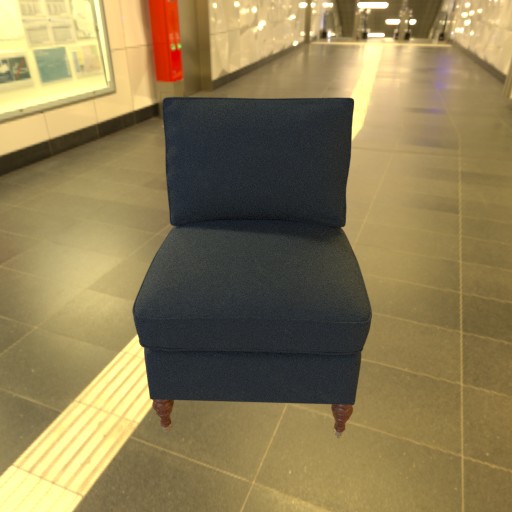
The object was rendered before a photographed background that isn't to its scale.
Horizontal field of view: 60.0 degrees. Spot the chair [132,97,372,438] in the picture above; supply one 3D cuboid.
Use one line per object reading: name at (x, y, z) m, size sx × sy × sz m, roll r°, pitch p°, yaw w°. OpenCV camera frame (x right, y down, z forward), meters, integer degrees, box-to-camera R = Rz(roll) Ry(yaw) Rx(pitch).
chair at (0.000, 0.000, 1.658) m, size 0.724 × 1.052 × 0.912 m, roll 1°, pitch 30°, yaw 2°
